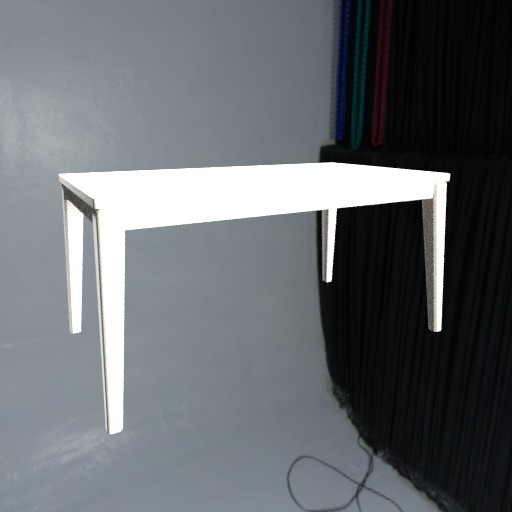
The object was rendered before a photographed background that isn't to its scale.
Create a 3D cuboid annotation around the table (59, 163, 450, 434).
[{"bbox_3d":[0.000,0.000,2.081,1.600,0.760,0.900,-9,18,-28],"label":"table"}]
